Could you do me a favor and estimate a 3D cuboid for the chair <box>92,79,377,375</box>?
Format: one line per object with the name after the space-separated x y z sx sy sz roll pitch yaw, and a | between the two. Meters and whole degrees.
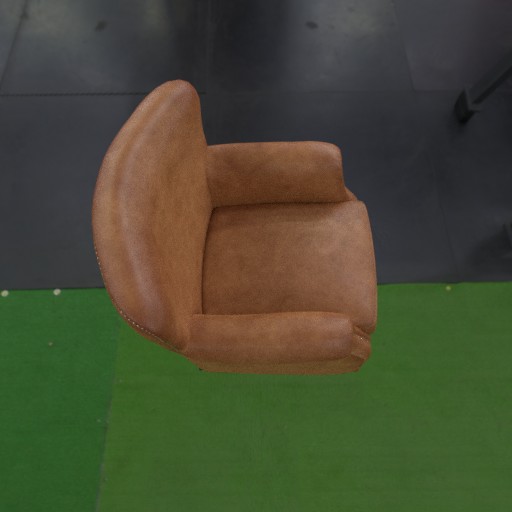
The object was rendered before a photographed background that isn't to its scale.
0.000 0.000 1.654 0.921 0.936 0.861 2 64 1 | chair
